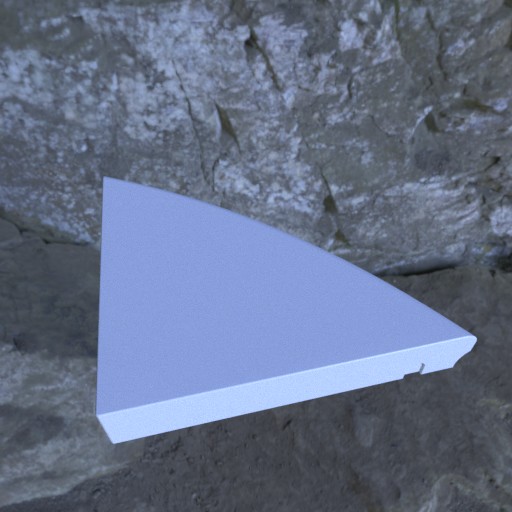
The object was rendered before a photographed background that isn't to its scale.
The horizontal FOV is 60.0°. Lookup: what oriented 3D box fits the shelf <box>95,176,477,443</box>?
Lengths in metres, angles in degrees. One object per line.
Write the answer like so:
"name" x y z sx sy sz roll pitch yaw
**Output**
"shelf" 0.000 0.000 0.465 0.310 0.050 0.310 -10 46 -9
